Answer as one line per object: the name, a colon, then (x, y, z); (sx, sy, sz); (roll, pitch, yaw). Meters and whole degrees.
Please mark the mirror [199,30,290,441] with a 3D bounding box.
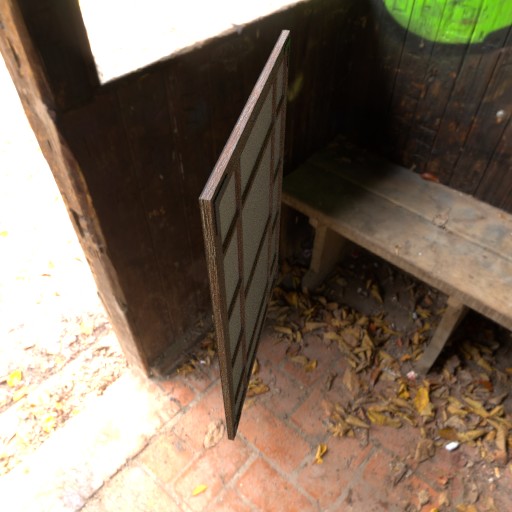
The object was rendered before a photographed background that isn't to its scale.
mirror: (0.000, 0.000, 1.289); (0.025, 0.996, 0.705); (10, 48, 9)
